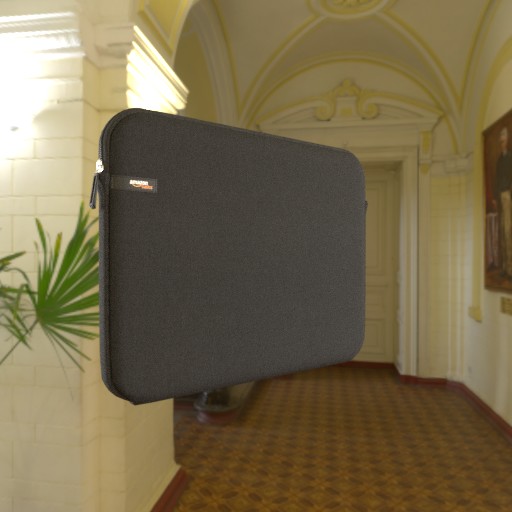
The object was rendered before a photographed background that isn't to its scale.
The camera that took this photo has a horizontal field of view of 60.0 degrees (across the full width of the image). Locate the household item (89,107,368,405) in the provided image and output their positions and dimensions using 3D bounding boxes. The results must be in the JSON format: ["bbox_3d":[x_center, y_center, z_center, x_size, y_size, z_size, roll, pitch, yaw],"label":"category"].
[{"bbox_3d":[0.000,0.000,0.544,0.396,0.305,0.030,0,0,-36],"label":"household item"}]
